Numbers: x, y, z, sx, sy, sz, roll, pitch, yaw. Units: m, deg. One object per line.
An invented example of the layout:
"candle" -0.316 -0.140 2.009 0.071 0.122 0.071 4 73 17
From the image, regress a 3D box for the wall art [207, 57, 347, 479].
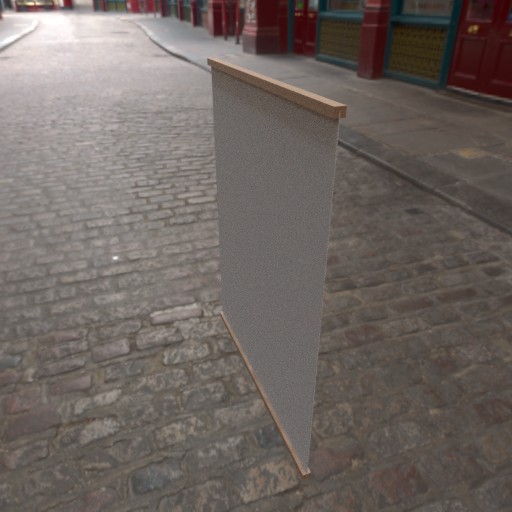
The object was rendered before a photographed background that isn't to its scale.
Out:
"wall art" 0.000 0.000 0.665 0.012 0.508 0.405 -11 31 -18
